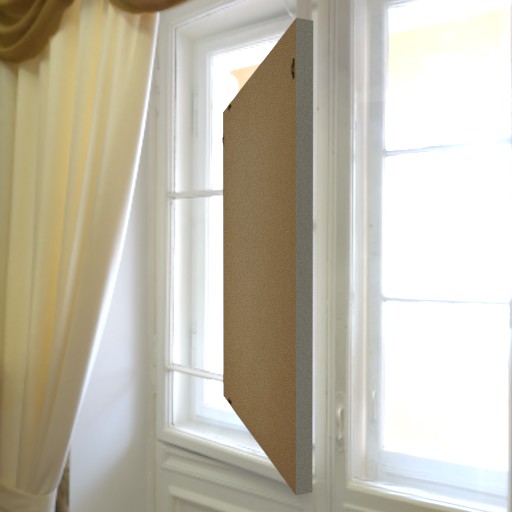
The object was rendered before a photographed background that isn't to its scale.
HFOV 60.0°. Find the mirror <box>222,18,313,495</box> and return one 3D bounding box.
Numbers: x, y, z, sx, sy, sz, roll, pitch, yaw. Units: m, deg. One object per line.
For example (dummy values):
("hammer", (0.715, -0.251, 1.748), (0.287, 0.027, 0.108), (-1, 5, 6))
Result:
("mirror", (0.000, 0.000, 1.143), (0.040, 0.915, 0.609), (0, 1, -18))
